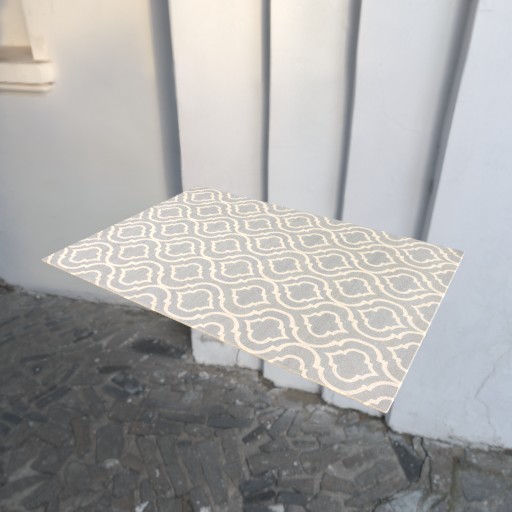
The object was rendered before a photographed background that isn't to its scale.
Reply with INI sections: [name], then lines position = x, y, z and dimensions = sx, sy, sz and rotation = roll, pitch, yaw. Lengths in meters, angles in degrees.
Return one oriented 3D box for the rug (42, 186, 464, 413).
[rug]
position = 0.000, 0.000, 2.649
dimensions = 2.080, 0.010, 1.451
rotation = 18, 34, 28
